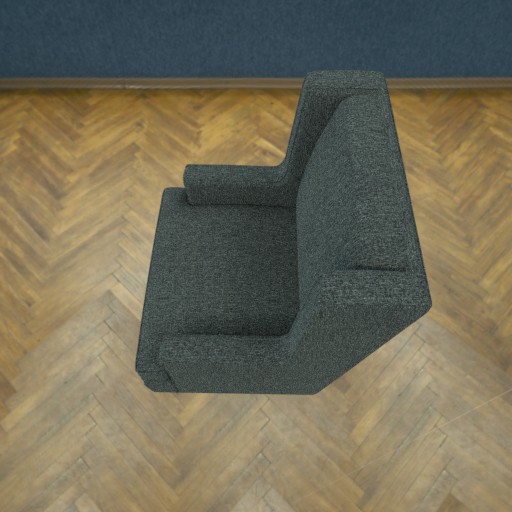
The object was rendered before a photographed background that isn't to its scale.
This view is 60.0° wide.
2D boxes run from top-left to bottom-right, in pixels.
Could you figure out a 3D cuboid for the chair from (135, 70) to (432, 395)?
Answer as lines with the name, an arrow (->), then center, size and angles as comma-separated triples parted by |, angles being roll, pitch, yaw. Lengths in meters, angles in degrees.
chair -> 0.000, 0.000, 1.818 | 0.927, 1.082, 0.942 | 1, 59, 1
